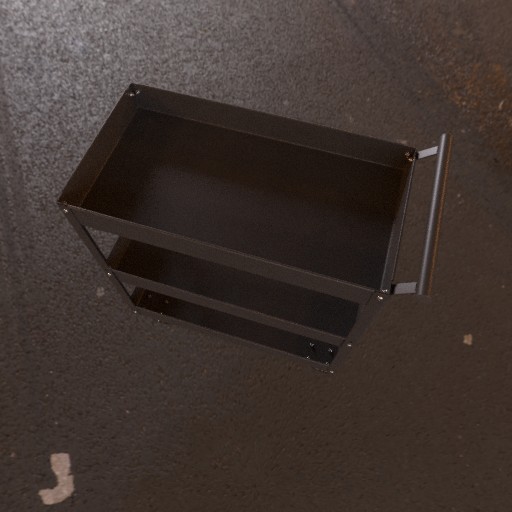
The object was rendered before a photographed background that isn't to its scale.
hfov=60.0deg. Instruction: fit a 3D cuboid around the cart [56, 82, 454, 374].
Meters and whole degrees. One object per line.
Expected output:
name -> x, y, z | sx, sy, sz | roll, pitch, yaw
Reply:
cart -> 0.000, 0.000, 1.195 | 0.719, 0.780, 0.366 | 15, 63, 8
